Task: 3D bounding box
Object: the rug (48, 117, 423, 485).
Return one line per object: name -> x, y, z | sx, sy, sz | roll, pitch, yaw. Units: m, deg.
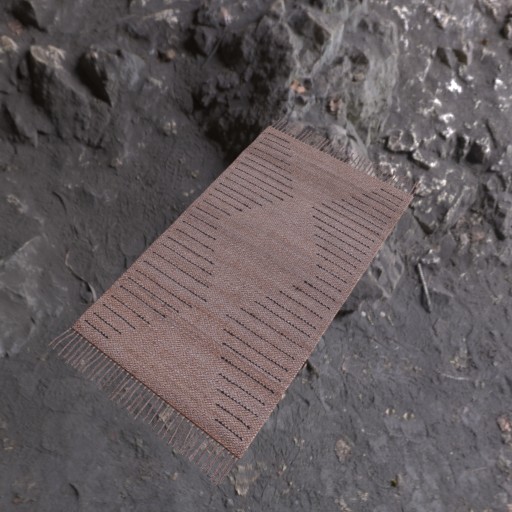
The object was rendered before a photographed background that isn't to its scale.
rug -> 0.000, 0.000, 2.055 | 0.905, 0.017, 1.718 | 31, 63, 17
